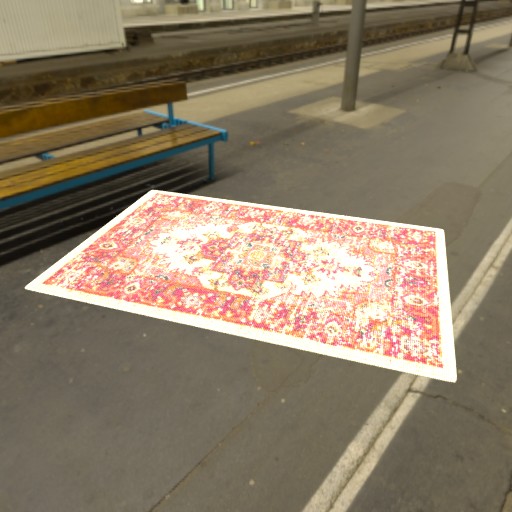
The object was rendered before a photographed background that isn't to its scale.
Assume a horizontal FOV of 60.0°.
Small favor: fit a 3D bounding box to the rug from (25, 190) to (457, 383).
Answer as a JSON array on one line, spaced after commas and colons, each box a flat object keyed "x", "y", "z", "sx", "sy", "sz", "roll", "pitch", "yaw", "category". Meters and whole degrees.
[{"x": 0.000, "y": 0.000, "z": 1.061, "sx": 0.868, "sy": 0.004, "sz": 0.556, "roll": 10, "pitch": 33, "yaw": 15, "category": "rug"}]
